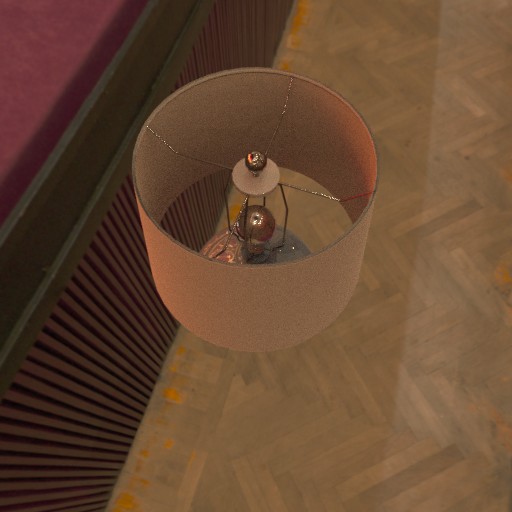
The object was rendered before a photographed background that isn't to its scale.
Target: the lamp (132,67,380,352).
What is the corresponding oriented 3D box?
[{"bbox_3d":[0.000,0.000,0.542,0.247,0.387,0.247,0,64,0],"label":"lamp"}]
